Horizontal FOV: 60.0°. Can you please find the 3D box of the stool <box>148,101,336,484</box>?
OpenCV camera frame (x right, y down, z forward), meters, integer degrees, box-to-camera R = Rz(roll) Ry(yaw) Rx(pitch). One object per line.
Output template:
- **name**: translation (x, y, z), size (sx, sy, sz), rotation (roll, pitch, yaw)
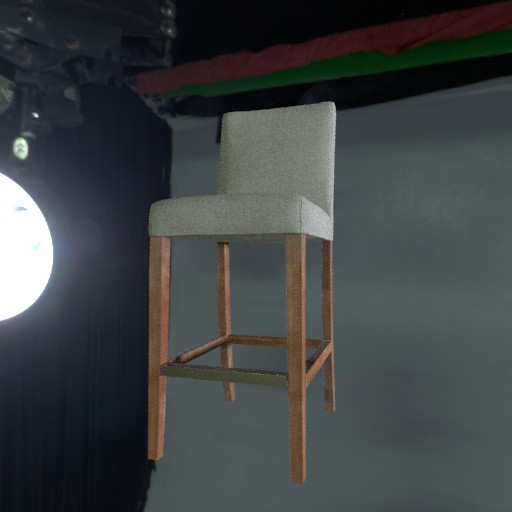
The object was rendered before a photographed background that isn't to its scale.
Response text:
- **stool**: translation (0.000, 0.000, 1.380), size (0.439, 1.088, 0.570), rotation (0, -1, 19)
